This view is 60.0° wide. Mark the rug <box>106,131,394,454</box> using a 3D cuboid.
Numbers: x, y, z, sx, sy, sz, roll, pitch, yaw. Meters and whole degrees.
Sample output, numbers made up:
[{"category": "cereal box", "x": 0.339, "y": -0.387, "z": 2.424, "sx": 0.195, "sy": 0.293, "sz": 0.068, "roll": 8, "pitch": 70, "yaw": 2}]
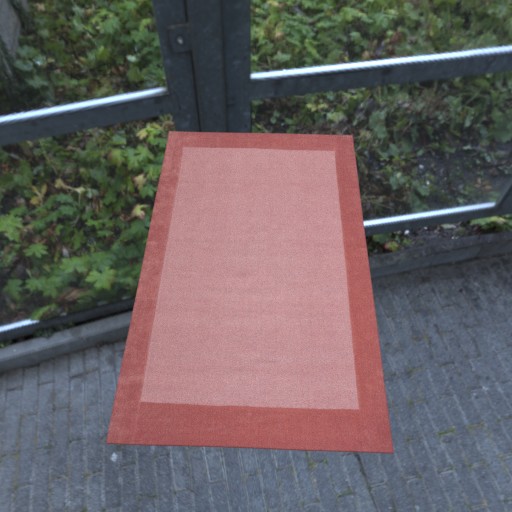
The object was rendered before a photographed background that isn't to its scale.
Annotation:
[{"category": "rug", "x": 0.000, "y": 0.000, "z": 3.009, "sx": 1.524, "sy": 0.014, "sz": 2.438, "roll": 1, "pitch": 57, "yaw": 1}]
